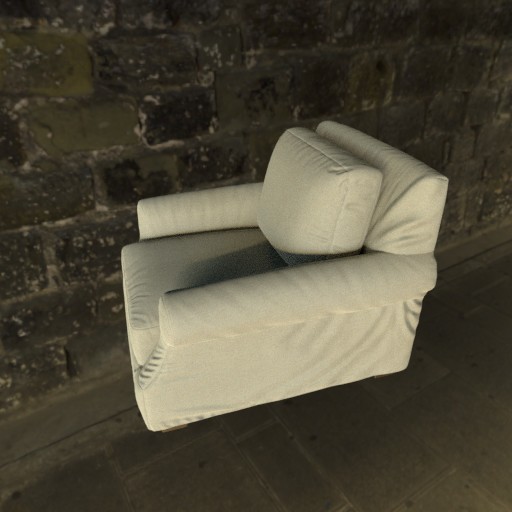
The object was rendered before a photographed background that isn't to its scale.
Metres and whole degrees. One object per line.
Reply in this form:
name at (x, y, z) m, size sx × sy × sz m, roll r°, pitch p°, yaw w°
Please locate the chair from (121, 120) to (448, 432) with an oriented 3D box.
chair at (0.000, 0.000, 1.769) m, size 1.066 × 0.866 × 0.940 m, roll -9°, pitch 31°, yaw -15°
